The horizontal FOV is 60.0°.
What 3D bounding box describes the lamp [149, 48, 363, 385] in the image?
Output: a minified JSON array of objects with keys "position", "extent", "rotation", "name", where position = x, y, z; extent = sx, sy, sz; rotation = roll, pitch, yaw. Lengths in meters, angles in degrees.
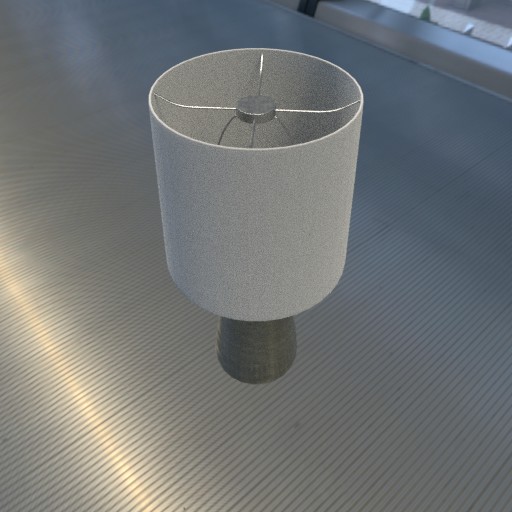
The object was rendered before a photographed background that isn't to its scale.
[{"position":[0.000,0.000,0.475],"extent":[0.186,0.369,0.186],"rotation":[0,46,0],"name":"lamp"}]
